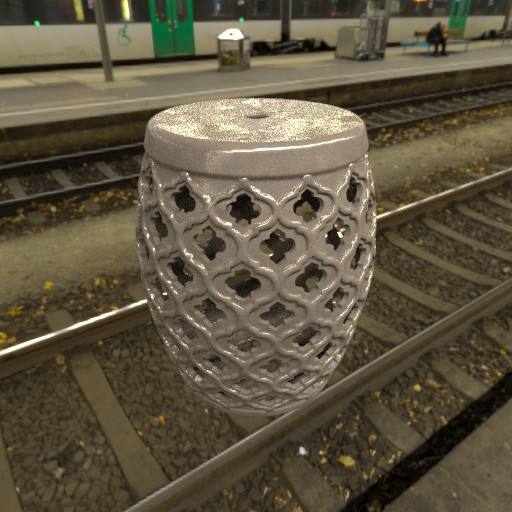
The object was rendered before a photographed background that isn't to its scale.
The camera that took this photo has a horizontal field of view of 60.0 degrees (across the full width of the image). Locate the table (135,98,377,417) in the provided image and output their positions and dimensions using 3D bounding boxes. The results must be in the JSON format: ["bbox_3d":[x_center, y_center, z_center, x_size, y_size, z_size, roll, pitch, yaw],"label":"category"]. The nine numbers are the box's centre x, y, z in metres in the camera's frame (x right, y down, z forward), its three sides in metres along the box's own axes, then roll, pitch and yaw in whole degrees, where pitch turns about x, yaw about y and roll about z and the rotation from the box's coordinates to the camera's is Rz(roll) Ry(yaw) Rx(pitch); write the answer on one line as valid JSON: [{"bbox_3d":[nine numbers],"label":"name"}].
[{"bbox_3d":[0.000,0.000,0.631,0.325,0.388,0.325,0,29,0],"label":"table"}]
